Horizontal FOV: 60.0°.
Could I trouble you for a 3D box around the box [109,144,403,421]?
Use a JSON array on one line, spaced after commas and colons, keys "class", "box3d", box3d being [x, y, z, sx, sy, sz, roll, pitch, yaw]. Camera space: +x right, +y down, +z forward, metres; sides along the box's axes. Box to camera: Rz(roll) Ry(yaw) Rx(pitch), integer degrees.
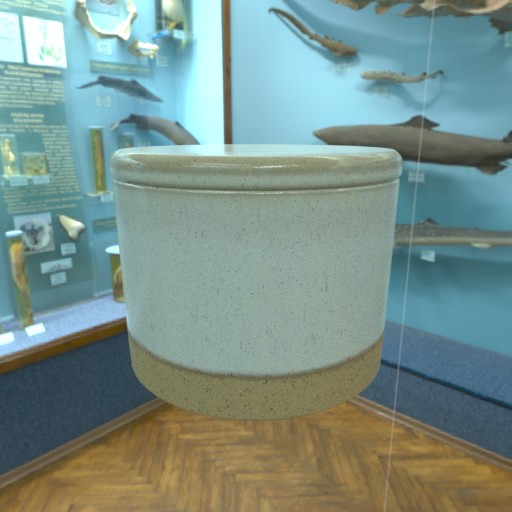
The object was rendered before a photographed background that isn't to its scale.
[{"class": "box", "box3d": [0.000, 0.000, 0.259, 0.154, 0.123, 0.154, 0, 16, 0]}]
